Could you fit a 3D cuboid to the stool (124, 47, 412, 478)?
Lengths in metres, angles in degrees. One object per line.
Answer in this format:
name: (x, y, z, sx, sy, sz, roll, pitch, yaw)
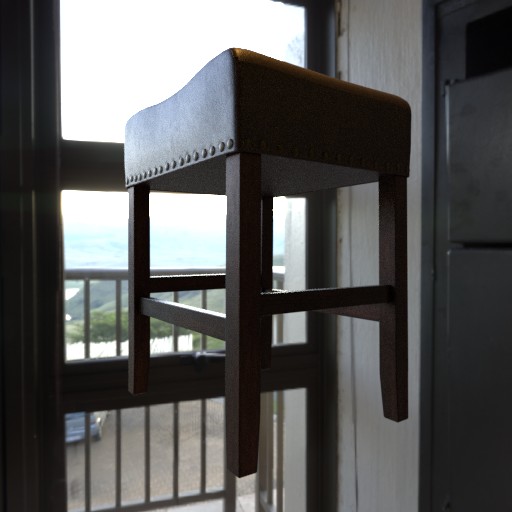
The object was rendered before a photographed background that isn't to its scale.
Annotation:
stool: (0.000, 0.000, 0.905, 0.397, 0.608, 0.465, -1, 1, -35)
